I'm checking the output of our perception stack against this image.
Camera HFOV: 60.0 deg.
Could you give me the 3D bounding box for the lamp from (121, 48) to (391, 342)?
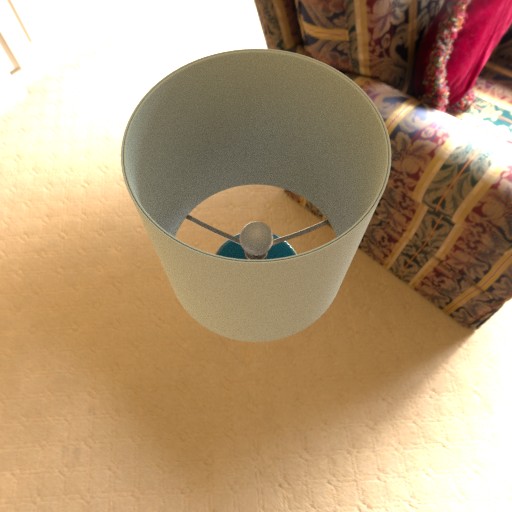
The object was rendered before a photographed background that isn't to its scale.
[{"bbox_3d":[0.000,0.000,0.488,0.193,0.377,0.193,2,64,1],"label":"lamp"}]
